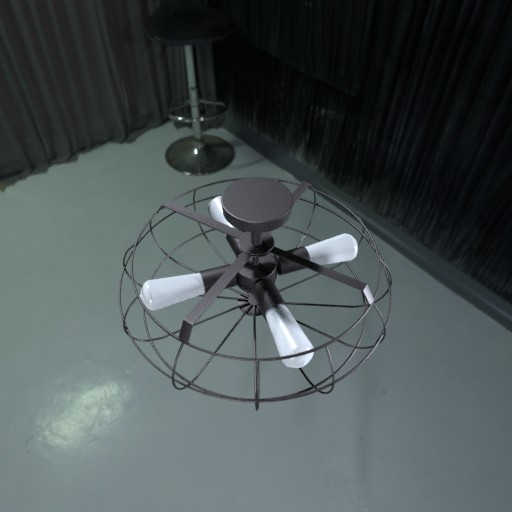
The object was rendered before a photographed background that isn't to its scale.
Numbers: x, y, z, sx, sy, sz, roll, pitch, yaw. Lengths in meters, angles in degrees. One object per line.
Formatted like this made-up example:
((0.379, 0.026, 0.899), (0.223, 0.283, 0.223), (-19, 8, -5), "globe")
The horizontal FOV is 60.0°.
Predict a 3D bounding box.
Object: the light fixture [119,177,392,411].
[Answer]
((0.000, 0.000, 0.921), (0.582, 0.311, 0.582), (0, 47, 0), "light fixture")
